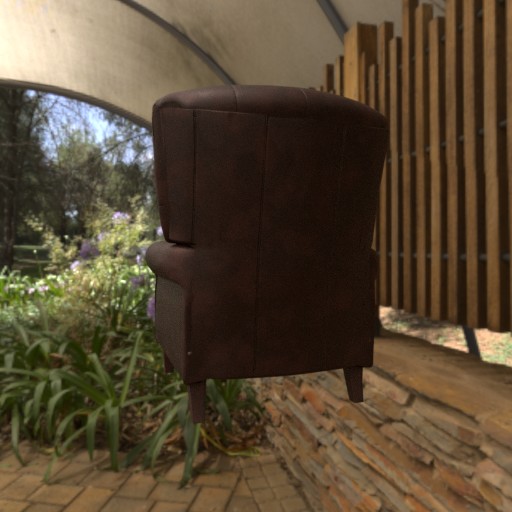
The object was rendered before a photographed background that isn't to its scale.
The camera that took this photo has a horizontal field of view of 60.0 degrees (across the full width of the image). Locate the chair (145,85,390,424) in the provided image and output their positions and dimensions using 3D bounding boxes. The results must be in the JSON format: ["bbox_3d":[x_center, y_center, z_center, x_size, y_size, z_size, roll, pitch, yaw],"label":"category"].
[{"bbox_3d":[0.000,0.000,1.925,0.948,1.158,1.058,0,0,-19],"label":"chair"}]
